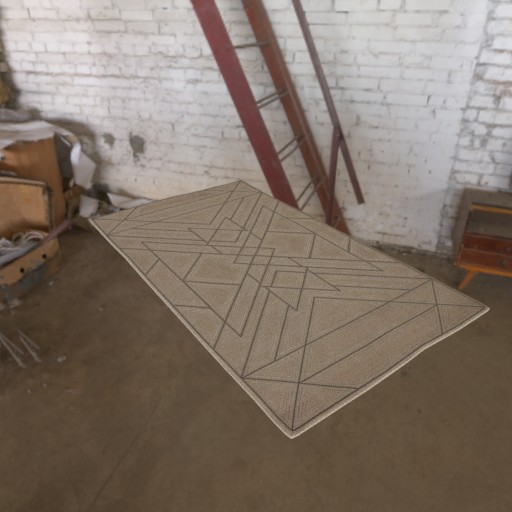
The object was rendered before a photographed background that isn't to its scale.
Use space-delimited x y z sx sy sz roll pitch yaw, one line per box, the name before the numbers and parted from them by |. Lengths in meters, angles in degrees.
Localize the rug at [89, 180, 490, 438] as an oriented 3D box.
rug | 0.000 0.000 1.045 0.511 0.008 0.869 -20 36 -30
